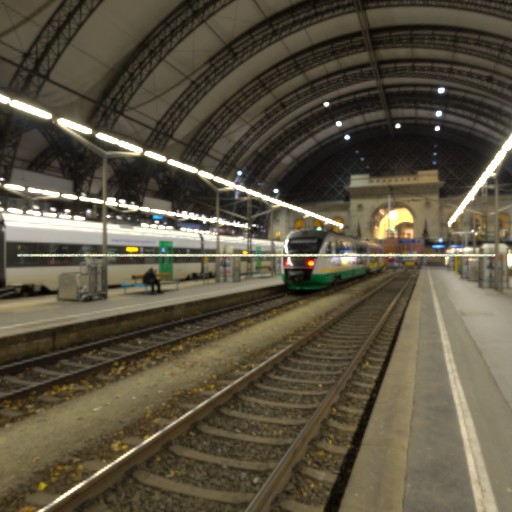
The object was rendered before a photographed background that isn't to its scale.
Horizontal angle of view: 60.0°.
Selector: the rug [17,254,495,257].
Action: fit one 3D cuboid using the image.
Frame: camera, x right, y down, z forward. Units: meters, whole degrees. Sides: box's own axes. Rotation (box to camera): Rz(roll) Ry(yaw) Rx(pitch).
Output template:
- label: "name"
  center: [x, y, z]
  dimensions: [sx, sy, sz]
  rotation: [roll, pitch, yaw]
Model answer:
- label: "rug"
  center: [0.000, 0.000, 2.309]
  dimensions: [1.820, 0.009, 1.260]
  rotation: [0, 0, 0]
